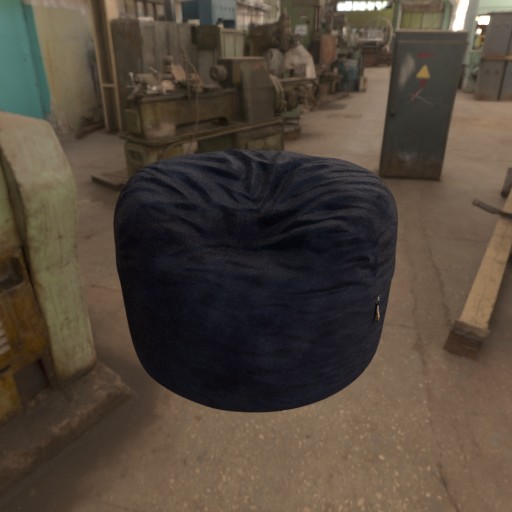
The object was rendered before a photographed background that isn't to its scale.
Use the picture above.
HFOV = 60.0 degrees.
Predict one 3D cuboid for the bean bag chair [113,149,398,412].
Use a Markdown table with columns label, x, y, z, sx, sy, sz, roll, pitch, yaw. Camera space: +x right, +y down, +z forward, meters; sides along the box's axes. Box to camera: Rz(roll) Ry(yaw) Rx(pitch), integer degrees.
| label | x | y | z | sx | sy | sz | roll | pitch | yaw |
| --- | --- | --- | --- | --- | --- | --- | --- | --- | --- |
| bean bag chair | 0.000 | 0.000 | 1.534 | 0.918 | 0.616 | 0.918 | 0 | 26 | 0 |
